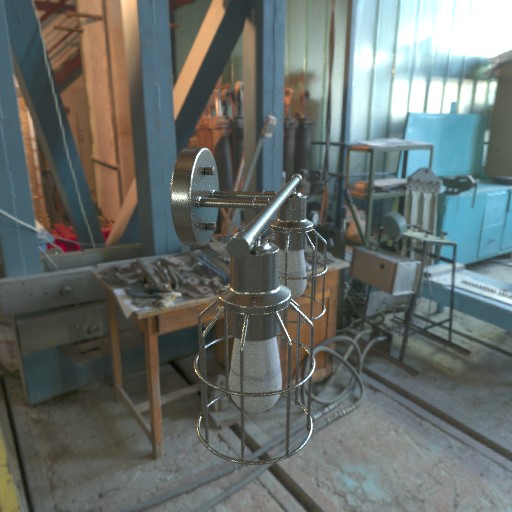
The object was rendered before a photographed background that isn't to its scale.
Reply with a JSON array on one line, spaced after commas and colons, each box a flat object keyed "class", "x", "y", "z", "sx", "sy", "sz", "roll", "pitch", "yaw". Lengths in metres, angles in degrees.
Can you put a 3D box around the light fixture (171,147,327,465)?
[{"class": "light fixture", "x": 0.000, "y": 0.000, "z": 0.535, "sx": 0.165, "sy": 0.254, "sz": 0.406, "roll": 3, "pitch": 17, "yaw": 10}]
